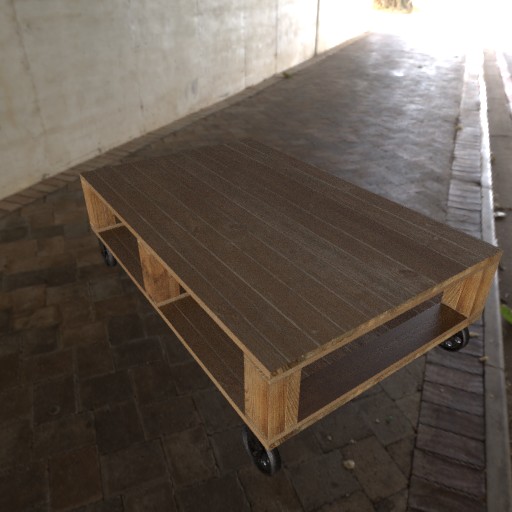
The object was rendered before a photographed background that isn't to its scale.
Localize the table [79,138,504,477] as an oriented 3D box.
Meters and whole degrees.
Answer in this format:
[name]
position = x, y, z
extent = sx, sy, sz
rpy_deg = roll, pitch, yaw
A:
[table]
position = 0.000, 0.000, 1.632
extent = 0.827, 0.413, 1.299
rpy_deg = -20, 37, -29
